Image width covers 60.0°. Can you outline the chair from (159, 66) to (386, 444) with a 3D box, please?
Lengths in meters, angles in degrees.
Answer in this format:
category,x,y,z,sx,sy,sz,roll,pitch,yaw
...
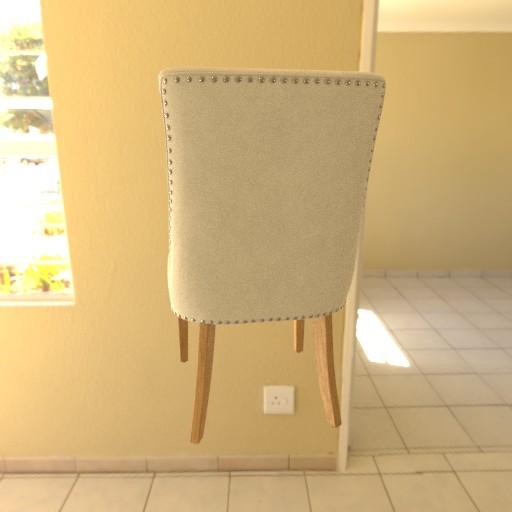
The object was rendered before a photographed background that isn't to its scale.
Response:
category,x,y,z,sx,sy,sz,roll,pitch,yaw
chair,0.000,0.000,1.243,0.495,0.902,0.610,-3,15,-10
